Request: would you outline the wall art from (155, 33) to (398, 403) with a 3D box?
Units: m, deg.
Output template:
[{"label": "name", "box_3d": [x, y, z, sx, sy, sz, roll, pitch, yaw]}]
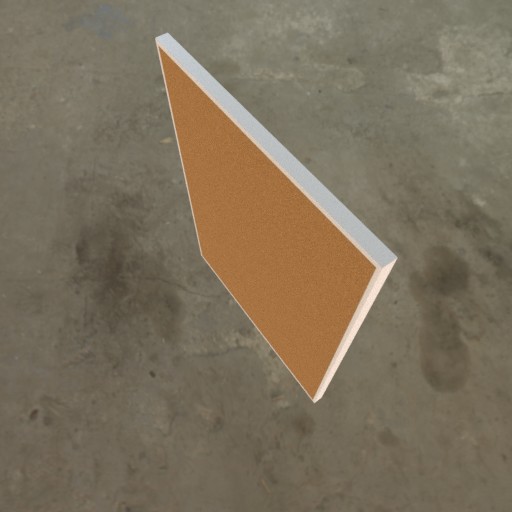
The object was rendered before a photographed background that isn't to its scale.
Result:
[{"label": "wall art", "box_3d": [0.000, 0.000, 1.380, 0.039, 1.050, 0.795, -32, 64, -17]}]
